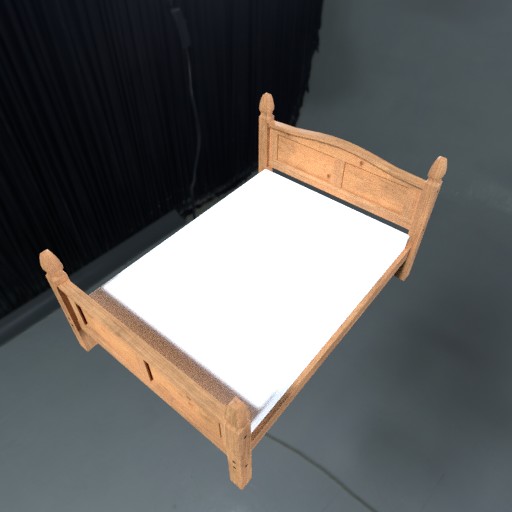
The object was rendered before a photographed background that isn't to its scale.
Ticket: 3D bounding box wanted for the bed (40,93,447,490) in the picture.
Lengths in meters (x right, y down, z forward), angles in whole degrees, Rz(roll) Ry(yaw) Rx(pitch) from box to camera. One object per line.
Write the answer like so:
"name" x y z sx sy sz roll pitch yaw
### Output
"bed" 0.000 0.000 2.940 1.490 1.100 2.069 30 53 26
